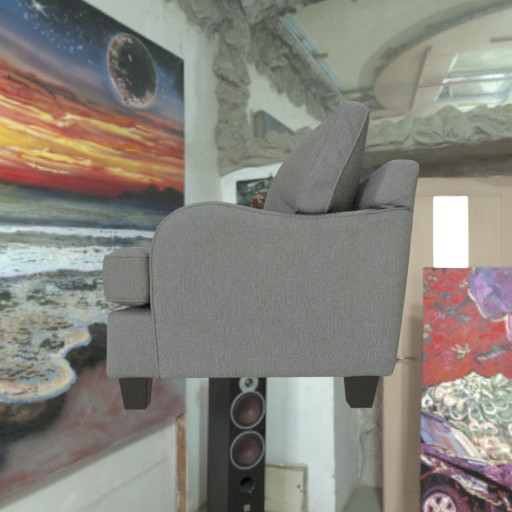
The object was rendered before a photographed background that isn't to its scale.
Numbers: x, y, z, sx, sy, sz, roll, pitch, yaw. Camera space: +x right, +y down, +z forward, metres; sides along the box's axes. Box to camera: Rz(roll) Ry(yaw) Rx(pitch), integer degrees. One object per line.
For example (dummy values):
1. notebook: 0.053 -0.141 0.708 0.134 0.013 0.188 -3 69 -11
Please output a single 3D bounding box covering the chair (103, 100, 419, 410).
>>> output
1. chair: 0.000 0.000 2.005 1.041 1.016 1.220 0 -1 -1
